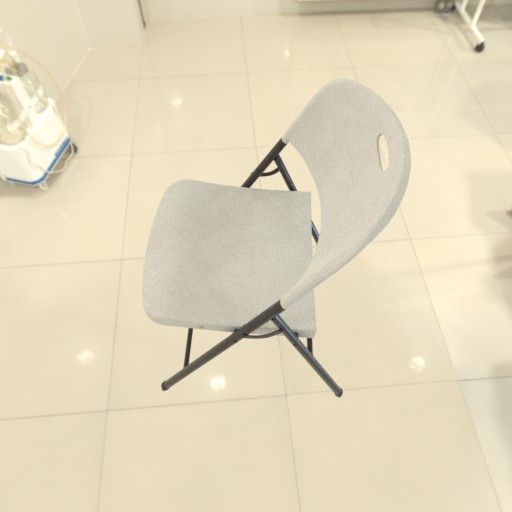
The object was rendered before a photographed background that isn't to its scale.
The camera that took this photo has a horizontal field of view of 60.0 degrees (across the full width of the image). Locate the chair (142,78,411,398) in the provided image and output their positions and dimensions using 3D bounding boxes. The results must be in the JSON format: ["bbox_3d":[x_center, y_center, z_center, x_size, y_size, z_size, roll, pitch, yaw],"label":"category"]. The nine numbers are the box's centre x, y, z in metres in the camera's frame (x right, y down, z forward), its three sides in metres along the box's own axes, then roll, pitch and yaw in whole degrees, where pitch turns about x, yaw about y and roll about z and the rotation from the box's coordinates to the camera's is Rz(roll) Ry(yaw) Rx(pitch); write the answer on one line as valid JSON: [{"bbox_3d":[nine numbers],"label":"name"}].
[{"bbox_3d":[0.000,0.000,1.156,0.566,0.810,0.494,2,57,1],"label":"chair"}]
